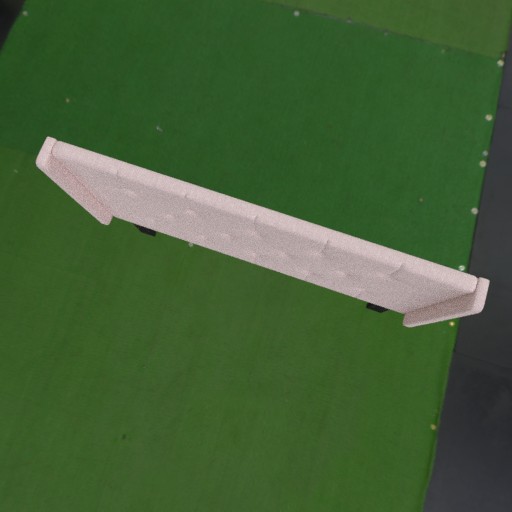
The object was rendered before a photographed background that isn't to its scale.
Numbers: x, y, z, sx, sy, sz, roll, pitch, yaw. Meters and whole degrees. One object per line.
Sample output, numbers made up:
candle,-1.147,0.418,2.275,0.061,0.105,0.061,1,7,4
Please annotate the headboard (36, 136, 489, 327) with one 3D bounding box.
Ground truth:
headboard,0.000,0.000,2.672,2.051,1.524,0.184,19,78,4
